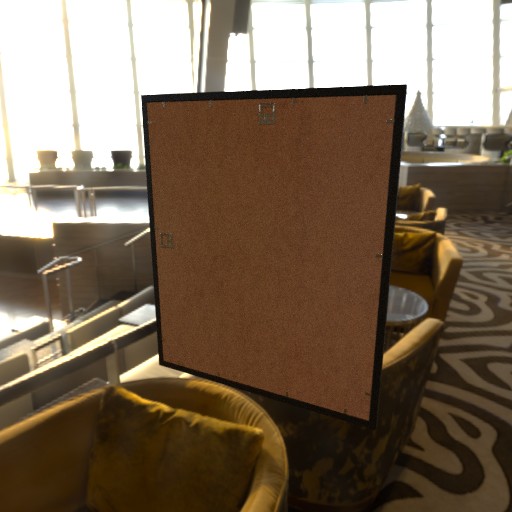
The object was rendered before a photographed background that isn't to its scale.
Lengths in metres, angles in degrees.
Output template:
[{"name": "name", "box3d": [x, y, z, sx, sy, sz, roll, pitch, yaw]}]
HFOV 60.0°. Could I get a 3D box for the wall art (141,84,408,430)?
[{"name": "wall art", "box3d": [0.000, 0.000, 0.941, 0.559, 0.660, 0.018, 8, 18, 26]}]
